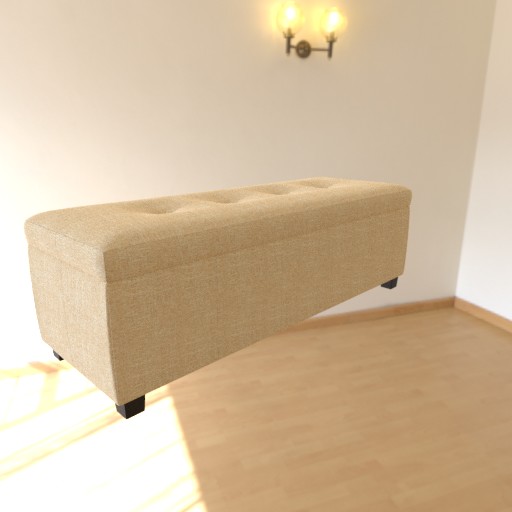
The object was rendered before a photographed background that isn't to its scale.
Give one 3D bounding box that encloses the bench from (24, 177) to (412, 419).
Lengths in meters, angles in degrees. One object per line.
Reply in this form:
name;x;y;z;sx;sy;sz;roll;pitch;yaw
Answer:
bench;0.000;0.000;1.409;1.219;0.406;0.432;-16;22;-43
